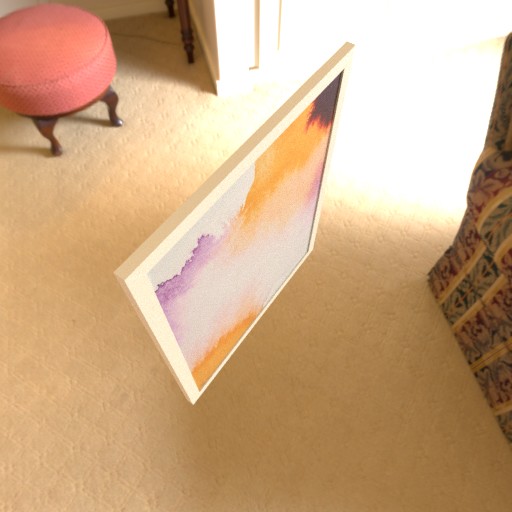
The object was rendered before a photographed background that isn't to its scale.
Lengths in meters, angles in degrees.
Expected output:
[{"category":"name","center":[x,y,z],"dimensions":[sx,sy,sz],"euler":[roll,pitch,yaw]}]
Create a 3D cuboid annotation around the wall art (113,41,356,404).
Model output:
[{"category":"wall art","center":[0.000,0.000,0.635],"dimensions":[0.013,0.456,0.382],"euler":[32,64,17]}]
